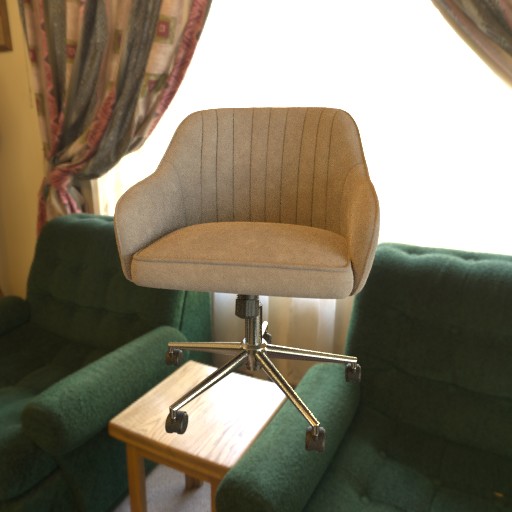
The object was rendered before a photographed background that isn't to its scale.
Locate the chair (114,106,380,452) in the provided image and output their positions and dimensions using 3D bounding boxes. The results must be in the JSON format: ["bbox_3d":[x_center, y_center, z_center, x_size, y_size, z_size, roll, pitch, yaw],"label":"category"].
[{"bbox_3d":[0.000,0.000,1.257,0.635,0.831,0.573,3,16,10],"label":"chair"}]
